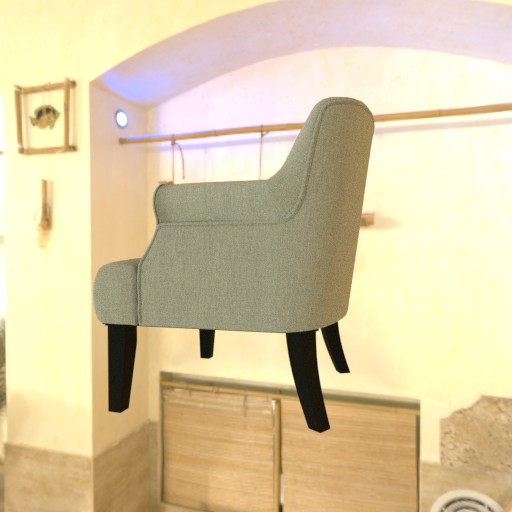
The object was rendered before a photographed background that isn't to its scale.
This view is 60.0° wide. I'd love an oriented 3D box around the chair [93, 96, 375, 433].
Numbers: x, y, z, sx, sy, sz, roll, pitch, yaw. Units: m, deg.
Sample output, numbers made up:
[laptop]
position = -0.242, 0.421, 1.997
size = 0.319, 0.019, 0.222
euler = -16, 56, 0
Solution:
[chair]
position = 0.000, 0.000, 1.474
size = 0.755, 0.880, 0.772
euler = 0, 2, 18
